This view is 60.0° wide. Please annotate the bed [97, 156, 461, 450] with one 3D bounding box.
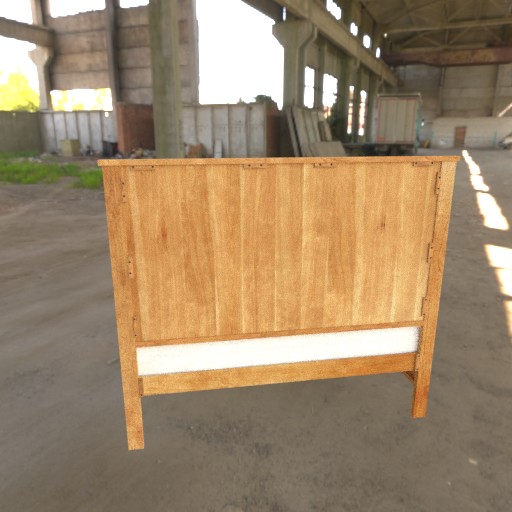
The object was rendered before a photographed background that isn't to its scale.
[{"bbox_3d":[0.000,0.000,4.120,2.225,1.938,2.530,-3,16,-9],"label":"bed"}]
